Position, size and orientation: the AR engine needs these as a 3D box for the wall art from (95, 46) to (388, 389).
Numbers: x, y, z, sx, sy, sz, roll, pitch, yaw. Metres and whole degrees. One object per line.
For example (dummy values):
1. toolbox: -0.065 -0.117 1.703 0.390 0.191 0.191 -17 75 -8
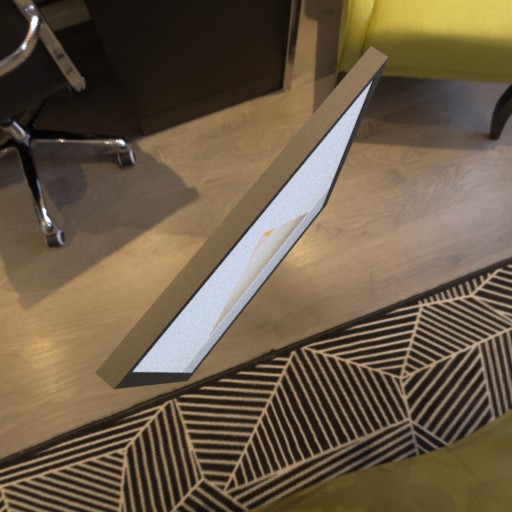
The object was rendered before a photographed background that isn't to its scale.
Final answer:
1. wall art: 0.000 0.000 1.140 0.042 0.766 0.769 37 78 9
